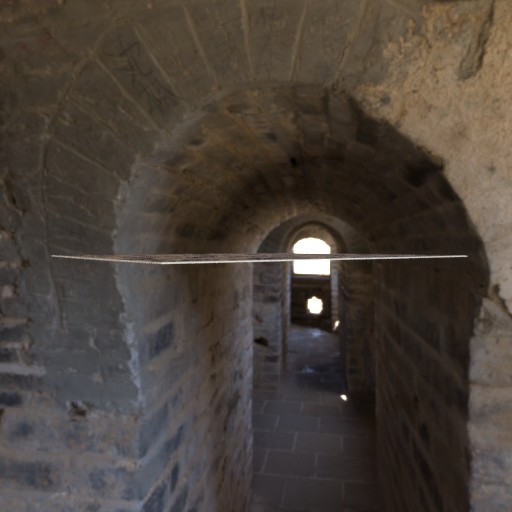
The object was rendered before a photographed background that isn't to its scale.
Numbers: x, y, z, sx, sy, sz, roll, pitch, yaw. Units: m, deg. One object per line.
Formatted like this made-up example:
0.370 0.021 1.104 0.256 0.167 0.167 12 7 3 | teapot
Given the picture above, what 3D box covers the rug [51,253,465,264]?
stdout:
0.000 0.000 4.014 2.977 0.008 2.380 -1 1 -37 | rug
